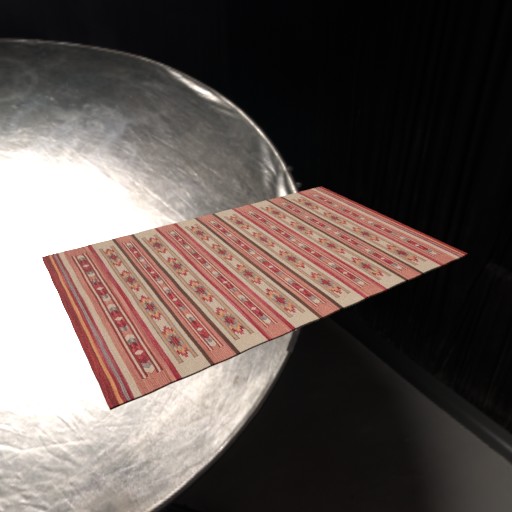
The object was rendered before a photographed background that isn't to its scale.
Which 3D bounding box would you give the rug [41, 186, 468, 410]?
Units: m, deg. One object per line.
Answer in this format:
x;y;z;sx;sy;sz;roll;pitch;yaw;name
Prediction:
0.000;0.000;2.975;2.431;0.010;1.535;-18;34;-28;rug
